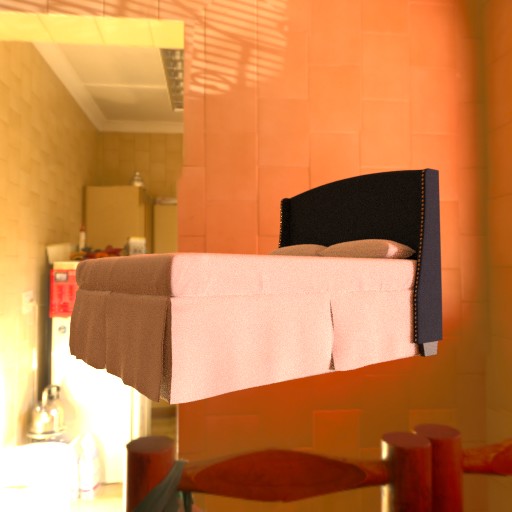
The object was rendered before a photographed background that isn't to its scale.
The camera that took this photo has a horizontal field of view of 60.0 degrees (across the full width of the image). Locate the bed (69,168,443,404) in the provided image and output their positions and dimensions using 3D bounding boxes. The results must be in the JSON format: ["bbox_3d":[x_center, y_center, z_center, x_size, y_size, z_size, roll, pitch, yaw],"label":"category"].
[{"bbox_3d":[0.000,0.000,3.196,2.223,1.402,1.604,2,-3,-37],"label":"bed"}]
